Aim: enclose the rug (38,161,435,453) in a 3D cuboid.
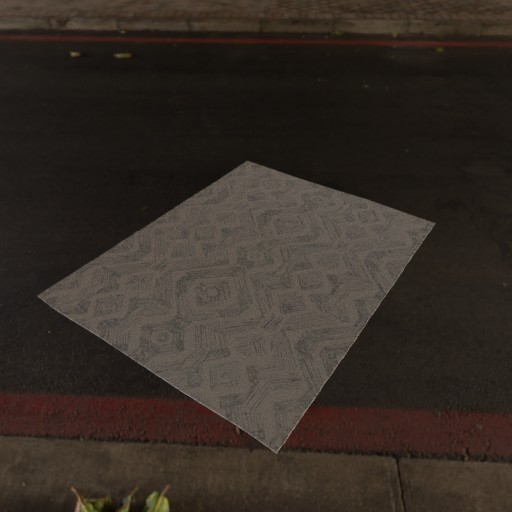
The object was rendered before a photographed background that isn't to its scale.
[{"bbox_3d":[0.000,0.000,4.200,2.430,0.030,3.054,24,45,27],"label":"rug"}]
